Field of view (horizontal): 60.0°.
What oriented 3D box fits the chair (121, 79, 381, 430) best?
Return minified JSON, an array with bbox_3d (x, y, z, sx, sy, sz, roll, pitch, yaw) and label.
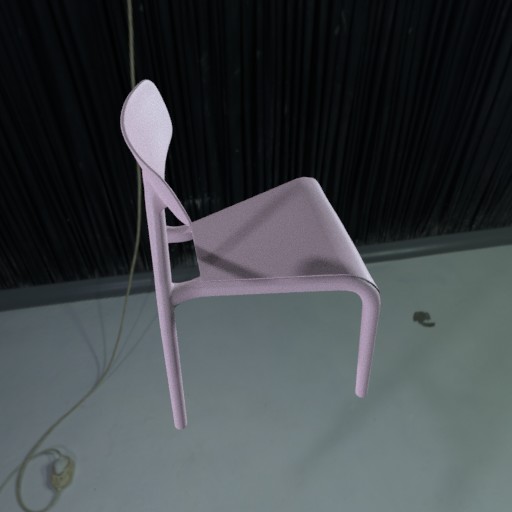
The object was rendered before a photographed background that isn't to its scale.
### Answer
[{"bbox_3d":[0.000,0.000,0.815,0.401,0.580,0.356,-9,46,-9],"label":"chair"}]
